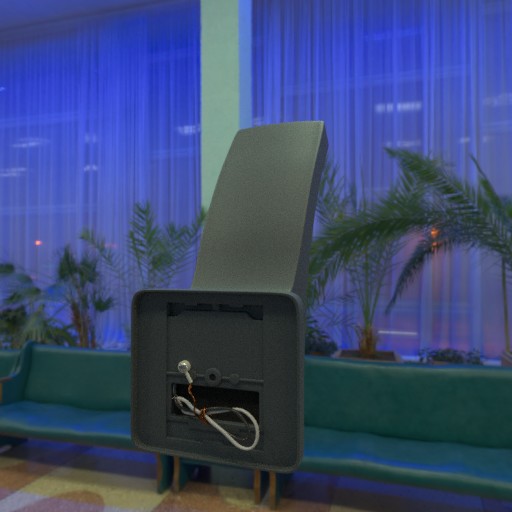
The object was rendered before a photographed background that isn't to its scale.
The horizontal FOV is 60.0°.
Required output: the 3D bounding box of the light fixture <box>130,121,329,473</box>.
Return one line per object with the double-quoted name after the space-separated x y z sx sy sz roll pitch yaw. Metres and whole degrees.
0.000 0.000 0.338 0.108 0.243 0.174 0 -1 19 "light fixture"
